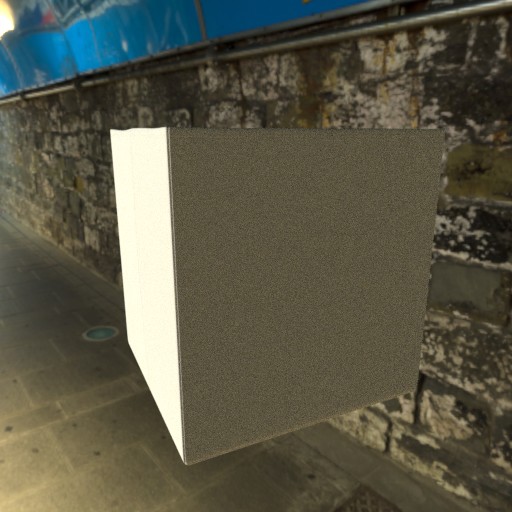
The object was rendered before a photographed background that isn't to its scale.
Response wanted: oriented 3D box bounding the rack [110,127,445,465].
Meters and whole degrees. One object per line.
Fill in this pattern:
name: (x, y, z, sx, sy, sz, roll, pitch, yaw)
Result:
rack: (0.000, 0.000, 0.508, 0.270, 0.280, 0.270, -7, 17, -25)
